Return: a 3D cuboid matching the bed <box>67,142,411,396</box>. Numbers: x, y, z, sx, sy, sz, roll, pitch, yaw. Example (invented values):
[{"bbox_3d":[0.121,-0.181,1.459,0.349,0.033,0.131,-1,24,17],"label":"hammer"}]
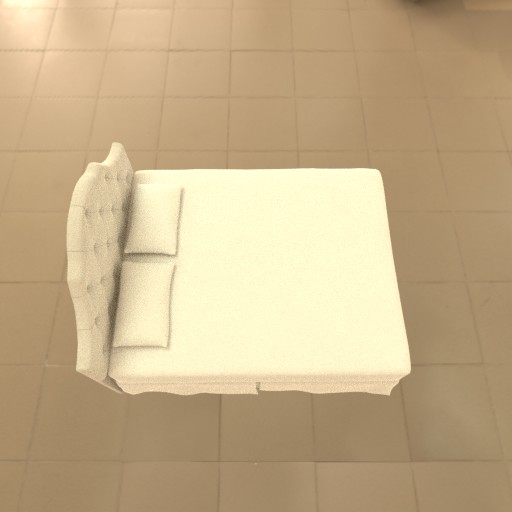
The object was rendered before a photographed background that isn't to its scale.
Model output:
[{"bbox_3d":[0.000,0.000,3.674,2.477,1.617,2.039,0,65,0],"label":"bed"}]
